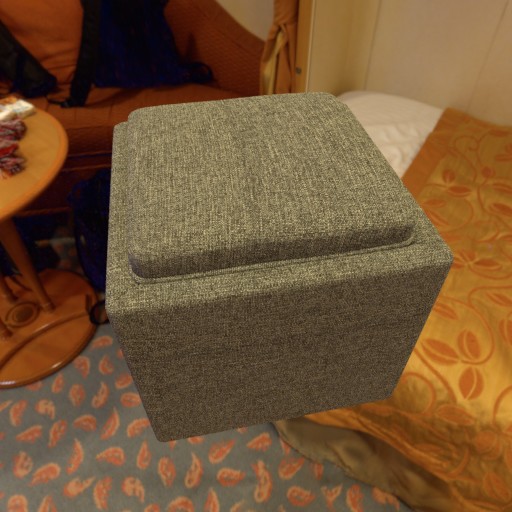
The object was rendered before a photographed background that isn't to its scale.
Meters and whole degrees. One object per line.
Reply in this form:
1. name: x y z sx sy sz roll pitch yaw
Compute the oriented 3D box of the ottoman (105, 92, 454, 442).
1. ottoman: 0.000 0.000 0.816 0.450 0.460 0.450 -8 46 -8
